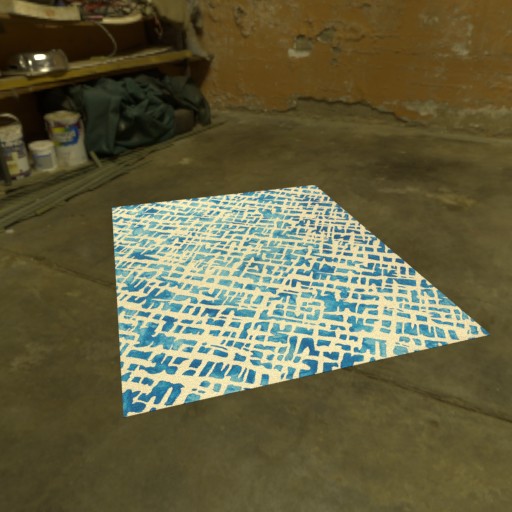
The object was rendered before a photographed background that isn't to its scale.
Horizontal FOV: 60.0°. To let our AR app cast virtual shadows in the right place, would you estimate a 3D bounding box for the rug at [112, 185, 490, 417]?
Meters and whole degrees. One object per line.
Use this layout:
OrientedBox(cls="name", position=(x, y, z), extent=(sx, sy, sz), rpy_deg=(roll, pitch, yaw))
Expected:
OrientedBox(cls="rug", position=(0.000, 0.000, 3.966), extent=(2.435, 0.007, 3.007), rpy_deg=(-8, 31, -14))
